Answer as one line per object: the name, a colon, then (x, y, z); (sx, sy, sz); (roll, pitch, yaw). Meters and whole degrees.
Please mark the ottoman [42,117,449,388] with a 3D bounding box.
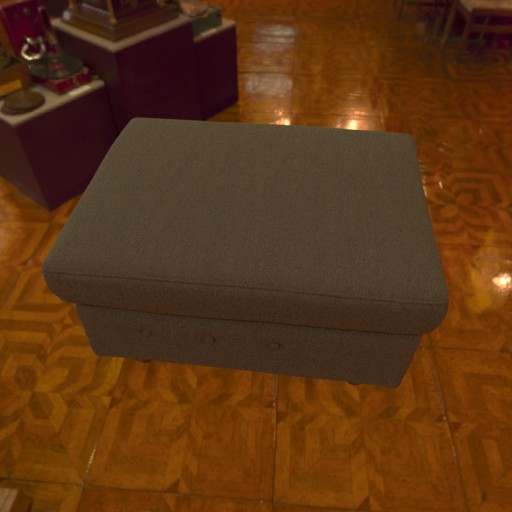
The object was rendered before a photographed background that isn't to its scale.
ottoman: (0.000, 0.000, 1.131); (0.771, 0.500, 0.569); (5, 47, 5)
